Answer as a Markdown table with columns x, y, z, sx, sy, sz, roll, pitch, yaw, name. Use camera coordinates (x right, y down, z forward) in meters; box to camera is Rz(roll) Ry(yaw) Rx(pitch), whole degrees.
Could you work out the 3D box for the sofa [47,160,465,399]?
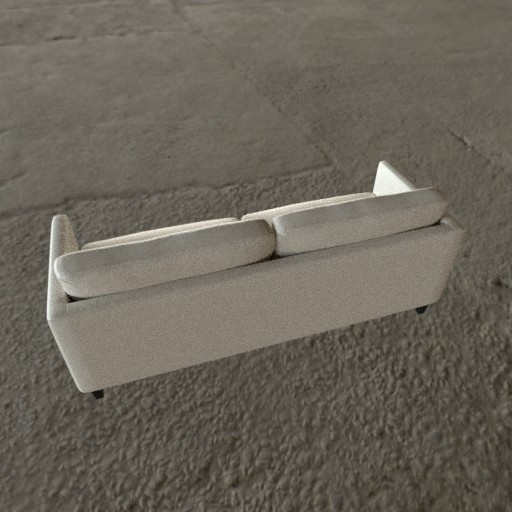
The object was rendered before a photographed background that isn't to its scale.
| x | y | z | sx | sy | sz | roll | pitch | yaw | name |
| --- | --- | --- | --- | --- | --- | --- | --- | --- | --- |
| 0.000 | 0.000 | 2.921 | 2.434 | 0.965 | 0.948 | -12 | 42 | -14 | sofa |
